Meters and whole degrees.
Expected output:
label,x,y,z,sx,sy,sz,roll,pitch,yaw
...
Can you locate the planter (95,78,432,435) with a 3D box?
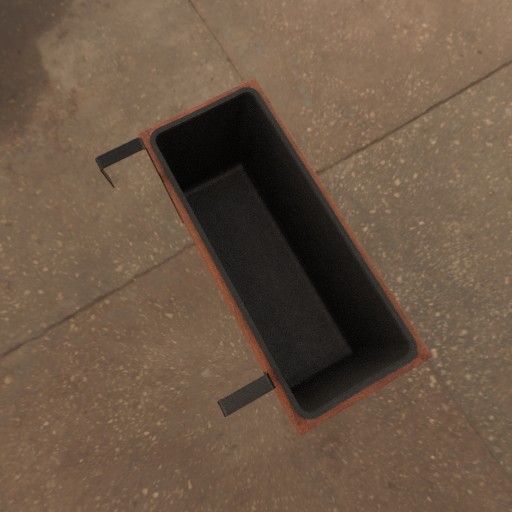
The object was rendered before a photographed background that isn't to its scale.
label,x,y,z,sx,sy,sz,roll,pitch,yaw
planter,0.000,0.000,0.655,0.262,0.289,0.480,-28,77,-7
